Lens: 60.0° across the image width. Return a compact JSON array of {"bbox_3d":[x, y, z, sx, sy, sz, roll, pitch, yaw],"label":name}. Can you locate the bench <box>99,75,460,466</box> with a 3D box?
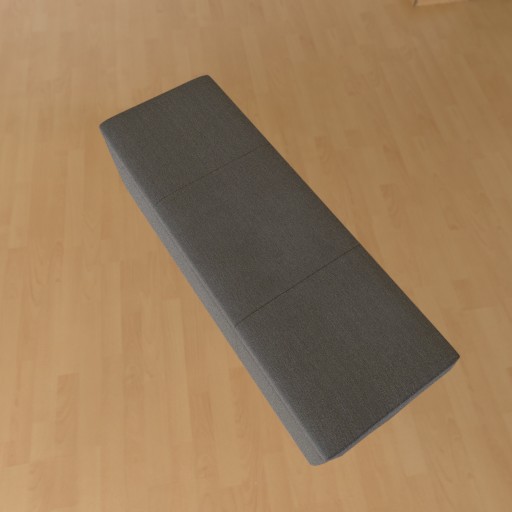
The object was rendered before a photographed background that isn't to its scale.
[{"bbox_3d":[0.000,0.000,1.486,0.446,0.438,1.269,-31,67,-15],"label":"bench"}]
